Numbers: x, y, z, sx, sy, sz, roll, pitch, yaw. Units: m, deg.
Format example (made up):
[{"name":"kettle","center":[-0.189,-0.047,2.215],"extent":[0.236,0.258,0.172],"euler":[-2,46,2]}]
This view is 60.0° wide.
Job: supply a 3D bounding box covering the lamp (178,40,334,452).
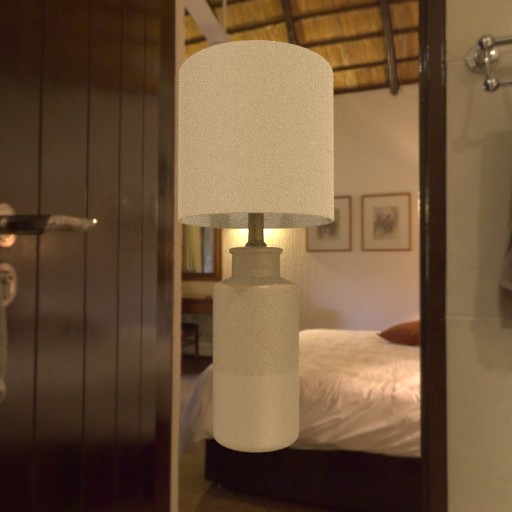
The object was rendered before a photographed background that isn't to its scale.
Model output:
[{"name":"lamp","center":[0.000,0.000,0.610],"extent":[0.212,0.493,0.212],"euler":[0,-2,-16]}]
